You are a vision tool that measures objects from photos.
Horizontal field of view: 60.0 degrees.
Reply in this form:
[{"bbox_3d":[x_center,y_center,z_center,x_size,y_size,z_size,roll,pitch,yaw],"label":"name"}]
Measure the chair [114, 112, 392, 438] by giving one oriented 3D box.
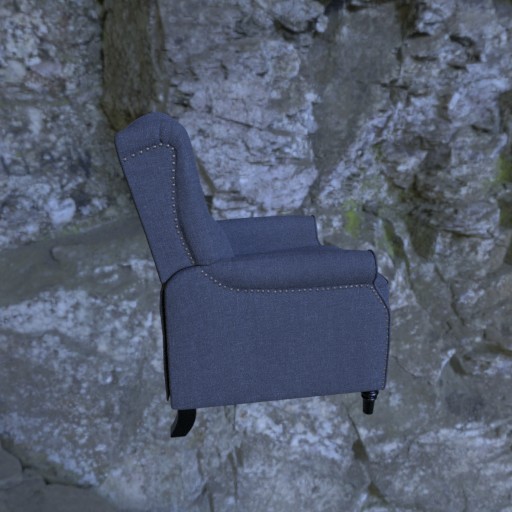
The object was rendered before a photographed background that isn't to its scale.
[{"bbox_3d":[0.000,0.000,1.684,0.898,1.035,0.742,-3,16,-9],"label":"chair"}]
